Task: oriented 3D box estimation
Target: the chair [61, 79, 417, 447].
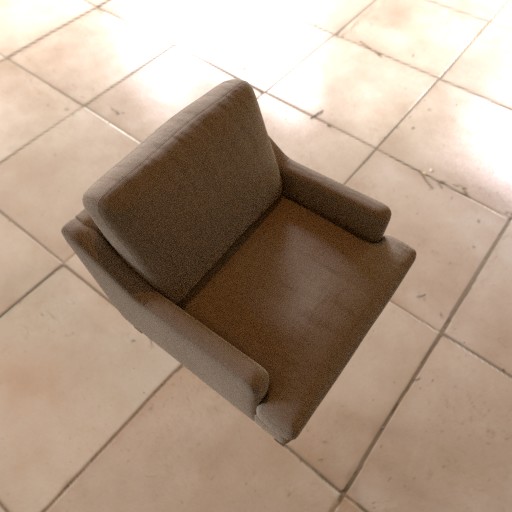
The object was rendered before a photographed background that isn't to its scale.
[{"bbox_3d":[0.000,0.000,1.719,1.001,0.916,0.912,33,64,19],"label":"chair"}]
